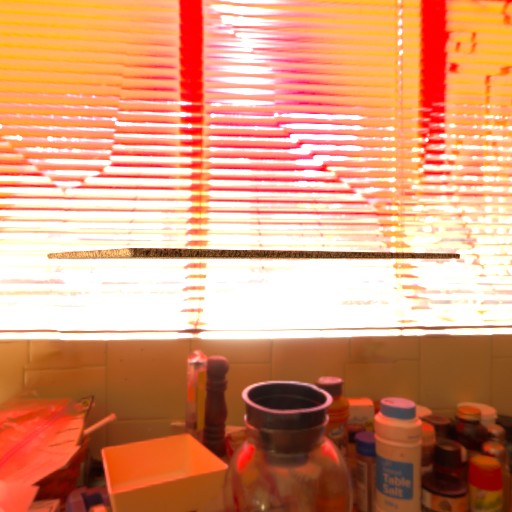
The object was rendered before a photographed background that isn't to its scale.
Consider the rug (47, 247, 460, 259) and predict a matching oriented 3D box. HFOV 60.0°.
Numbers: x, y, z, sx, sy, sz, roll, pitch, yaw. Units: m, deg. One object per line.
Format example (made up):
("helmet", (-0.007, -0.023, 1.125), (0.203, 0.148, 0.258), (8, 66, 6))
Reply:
("rug", (0.000, 0.000, 2.300), (1.778, 0.030, 1.219), (0, -1, -36))
